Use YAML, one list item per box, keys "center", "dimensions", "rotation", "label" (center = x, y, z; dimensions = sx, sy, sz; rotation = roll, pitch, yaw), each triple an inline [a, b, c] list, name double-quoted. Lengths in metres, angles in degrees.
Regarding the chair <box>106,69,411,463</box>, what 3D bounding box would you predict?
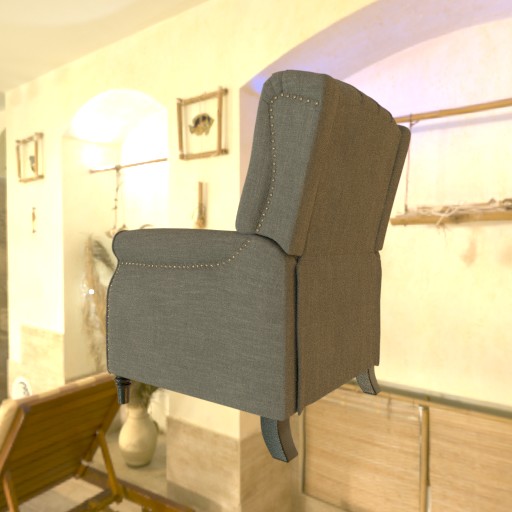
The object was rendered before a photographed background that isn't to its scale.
- center: [0.000, 0.000, 1.578]
  dimensions: [0.898, 1.035, 0.742]
  rotation: [1, 2, 36]
  label: "chair"
